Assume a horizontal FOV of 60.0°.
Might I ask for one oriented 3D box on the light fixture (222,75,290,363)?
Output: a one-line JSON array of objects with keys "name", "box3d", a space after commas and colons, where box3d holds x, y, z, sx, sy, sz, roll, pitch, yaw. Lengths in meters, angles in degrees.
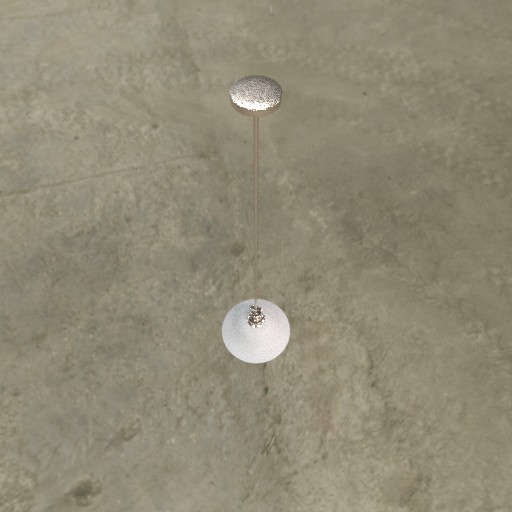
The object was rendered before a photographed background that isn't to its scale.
[{"name": "light fixture", "box3d": [0.000, 0.000, 1.528, 0.324, 1.354, 0.324, 13, 60, 8]}]
